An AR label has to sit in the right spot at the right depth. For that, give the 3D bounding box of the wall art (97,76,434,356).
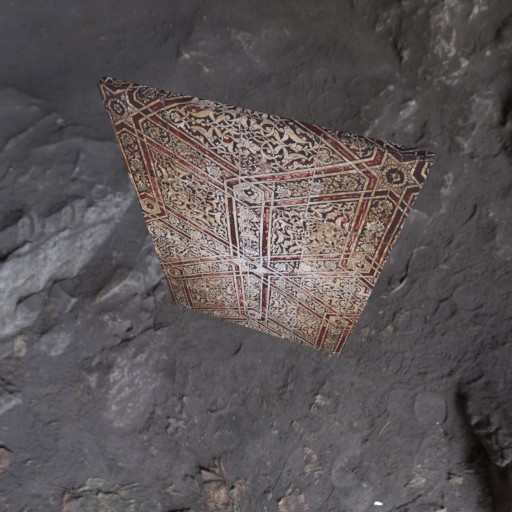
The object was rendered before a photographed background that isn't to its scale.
[{"bbox_3d":[0.000,0.000,0.756,0.397,0.599,0.020,16,59,10],"label":"wall art"}]
